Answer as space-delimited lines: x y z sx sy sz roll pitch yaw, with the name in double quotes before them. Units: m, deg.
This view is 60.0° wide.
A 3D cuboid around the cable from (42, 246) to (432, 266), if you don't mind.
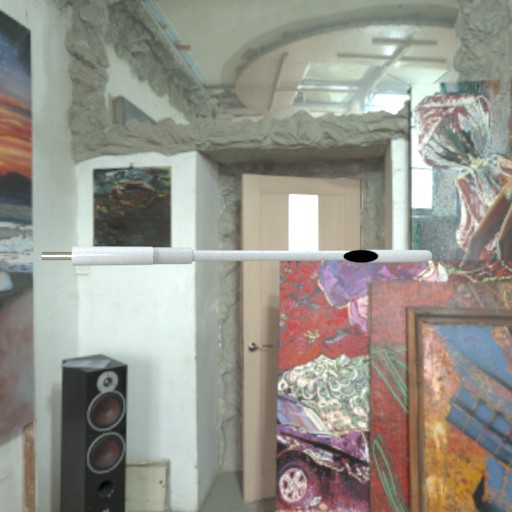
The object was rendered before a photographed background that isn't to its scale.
"cable" 0.000 0.000 0.109 0.098 0.006 0.040 0 0 -19
